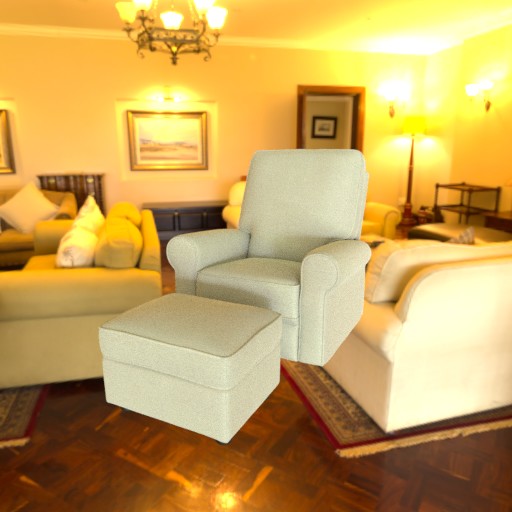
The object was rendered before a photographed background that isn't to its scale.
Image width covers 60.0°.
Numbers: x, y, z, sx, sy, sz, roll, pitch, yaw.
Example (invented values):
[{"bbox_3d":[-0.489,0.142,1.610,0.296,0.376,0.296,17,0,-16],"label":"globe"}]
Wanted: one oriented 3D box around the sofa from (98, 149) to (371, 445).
[{"bbox_3d":[0.000,0.000,2.065,0.880,0.959,1.478,7,16,26],"label":"sofa"}]
